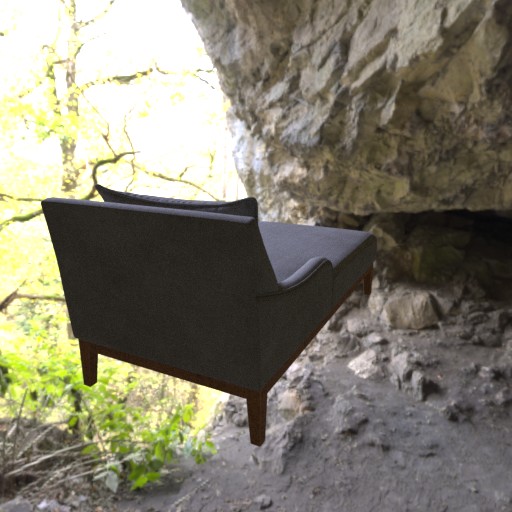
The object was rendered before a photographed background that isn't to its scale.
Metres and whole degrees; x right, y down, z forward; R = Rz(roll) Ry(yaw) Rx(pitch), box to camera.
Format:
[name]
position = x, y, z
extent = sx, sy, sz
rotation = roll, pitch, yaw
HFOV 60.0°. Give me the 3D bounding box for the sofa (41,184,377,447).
[sofa]
position = 0.000, 0.000, 2.301
extent = 0.894, 0.859, 1.779
rotation = 8, 18, 26
